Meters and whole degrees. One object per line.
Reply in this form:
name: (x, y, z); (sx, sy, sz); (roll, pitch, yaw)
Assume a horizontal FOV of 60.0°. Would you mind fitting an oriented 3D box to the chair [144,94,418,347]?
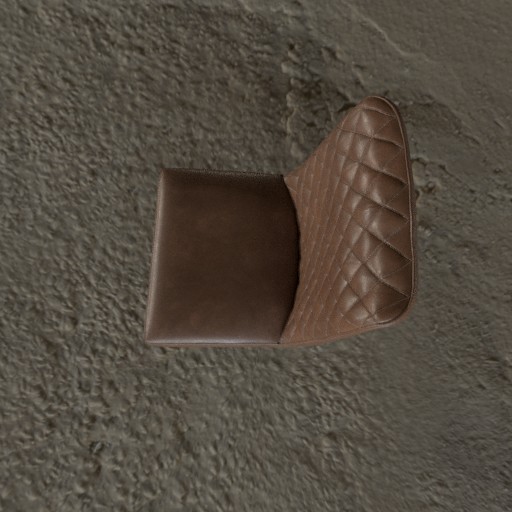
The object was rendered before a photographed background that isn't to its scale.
chair: (0.000, 0.000, 1.228); (0.587, 0.889, 0.508); (2, 76, 1)
